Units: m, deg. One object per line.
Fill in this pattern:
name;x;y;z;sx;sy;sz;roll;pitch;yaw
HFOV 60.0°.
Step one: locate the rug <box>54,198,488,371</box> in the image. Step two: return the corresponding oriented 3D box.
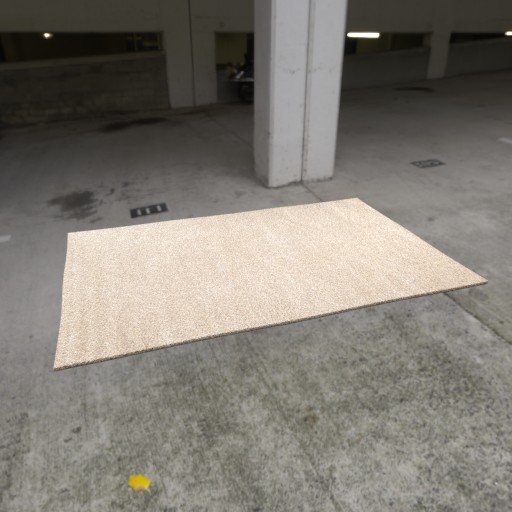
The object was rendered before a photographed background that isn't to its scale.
rug;0.000;0.000;2.882;2.346;0.025;1.500;-9;28;-16
